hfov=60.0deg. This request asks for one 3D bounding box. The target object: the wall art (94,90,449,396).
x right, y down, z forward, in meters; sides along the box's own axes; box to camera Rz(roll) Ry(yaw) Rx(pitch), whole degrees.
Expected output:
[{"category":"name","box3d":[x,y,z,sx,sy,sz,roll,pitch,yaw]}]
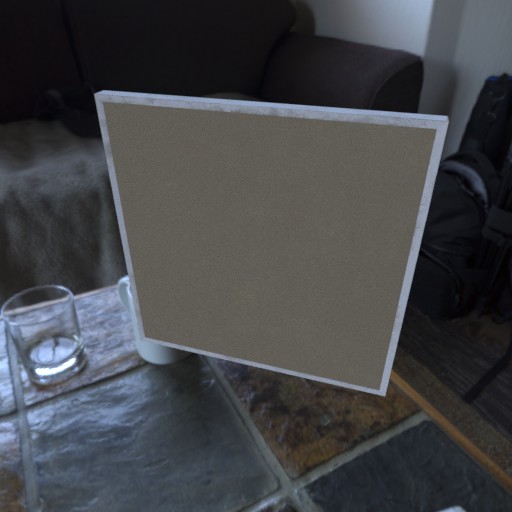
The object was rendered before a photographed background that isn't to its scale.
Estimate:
[{"category":"wall art","box3d":[0.000,0.000,1.134,0.760,0.757,0.038,9,34,14]}]
